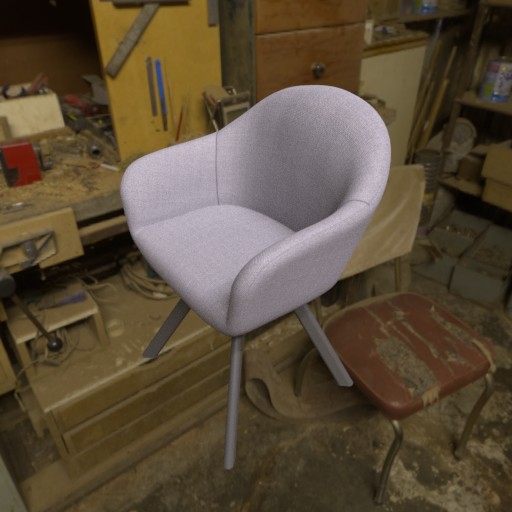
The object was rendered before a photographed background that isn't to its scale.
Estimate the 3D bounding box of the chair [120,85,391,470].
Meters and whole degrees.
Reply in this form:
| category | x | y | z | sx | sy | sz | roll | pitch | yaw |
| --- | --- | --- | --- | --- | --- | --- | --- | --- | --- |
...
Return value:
| category | x | y | z | sx | sy | sz | roll | pitch | yaw |
| --- | --- | --- | --- | --- | --- | --- | --- | --- | --- |
| chair | 0.000 | 0.000 | 1.177 | 0.550 | 0.795 | 0.590 | -22 | 39 | -30 |
